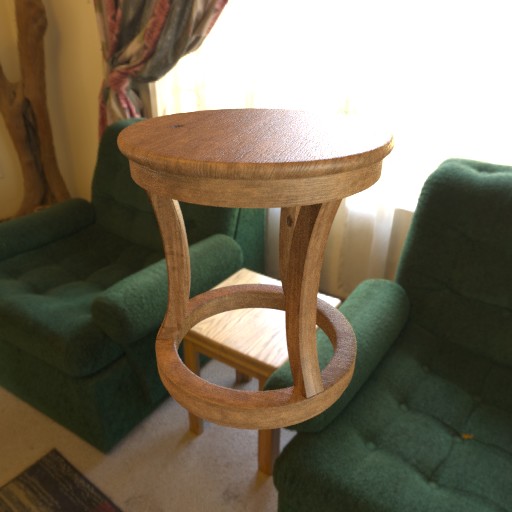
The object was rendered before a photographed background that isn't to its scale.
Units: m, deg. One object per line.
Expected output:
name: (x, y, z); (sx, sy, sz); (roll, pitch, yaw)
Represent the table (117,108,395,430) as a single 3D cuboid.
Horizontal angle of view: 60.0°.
table: (0.000, 0.000, 0.816); (0.432, 0.460, 0.432); (0, 27, 0)
